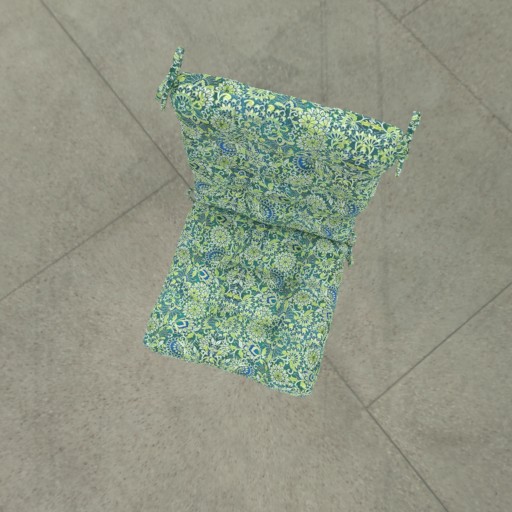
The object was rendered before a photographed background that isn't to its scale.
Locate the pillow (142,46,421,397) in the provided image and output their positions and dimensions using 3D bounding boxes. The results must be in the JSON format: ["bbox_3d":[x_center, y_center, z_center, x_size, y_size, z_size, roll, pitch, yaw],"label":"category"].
[{"bbox_3d":[0.000,0.000,1.034,0.519,0.605,0.571,16,77,4],"label":"pillow"}]
